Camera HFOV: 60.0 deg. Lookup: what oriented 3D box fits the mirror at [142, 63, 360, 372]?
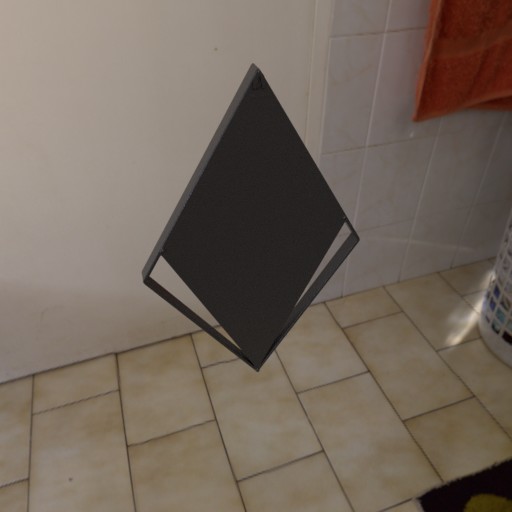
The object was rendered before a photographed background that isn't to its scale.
[{"bbox_3d":[0.000,0.000,0.829,0.419,0.679,0.032,-11,40,-13],"label":"mirror"}]
